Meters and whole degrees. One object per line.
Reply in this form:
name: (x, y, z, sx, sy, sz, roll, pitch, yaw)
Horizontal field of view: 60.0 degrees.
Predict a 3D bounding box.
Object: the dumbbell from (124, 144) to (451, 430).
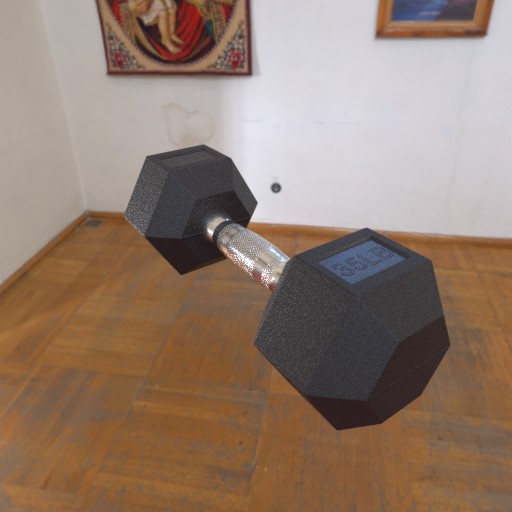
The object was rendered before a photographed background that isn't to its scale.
dumbbell: (0.000, 0.000, 0.417, 0.141, 0.123, 0.356, -20, 37, -29)
